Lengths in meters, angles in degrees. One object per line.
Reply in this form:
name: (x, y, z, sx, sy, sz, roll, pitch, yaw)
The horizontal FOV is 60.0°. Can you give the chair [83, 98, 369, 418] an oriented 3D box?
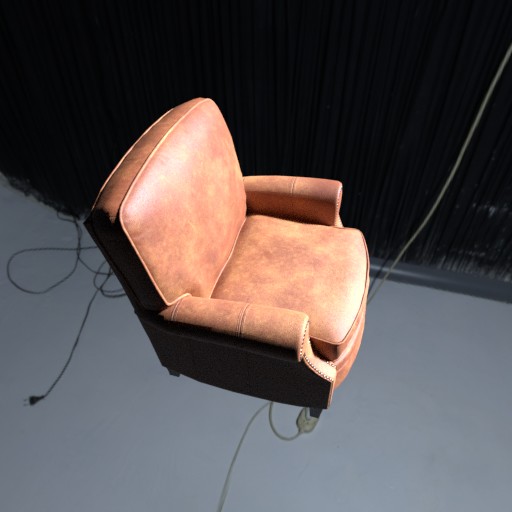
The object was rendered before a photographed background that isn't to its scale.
chair: (0.000, 0.000, 1.816, 0.986, 1.018, 0.936, 11, 46, 11)
